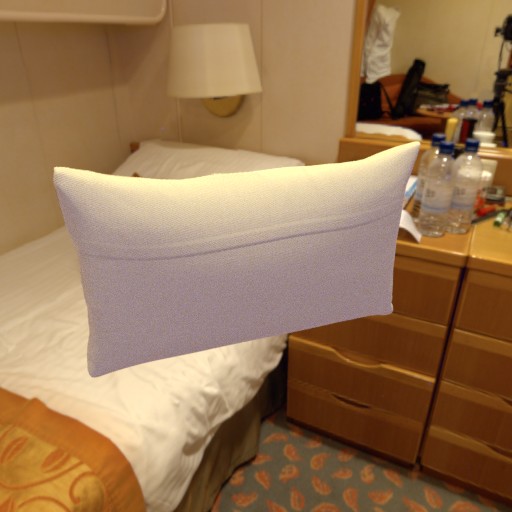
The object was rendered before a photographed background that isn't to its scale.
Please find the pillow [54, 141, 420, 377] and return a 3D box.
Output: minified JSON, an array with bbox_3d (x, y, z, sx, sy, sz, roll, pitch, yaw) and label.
[{"bbox_3d":[0.000,0.000,0.641,0.506,0.305,0.139,-9,28,-17],"label":"pillow"}]
